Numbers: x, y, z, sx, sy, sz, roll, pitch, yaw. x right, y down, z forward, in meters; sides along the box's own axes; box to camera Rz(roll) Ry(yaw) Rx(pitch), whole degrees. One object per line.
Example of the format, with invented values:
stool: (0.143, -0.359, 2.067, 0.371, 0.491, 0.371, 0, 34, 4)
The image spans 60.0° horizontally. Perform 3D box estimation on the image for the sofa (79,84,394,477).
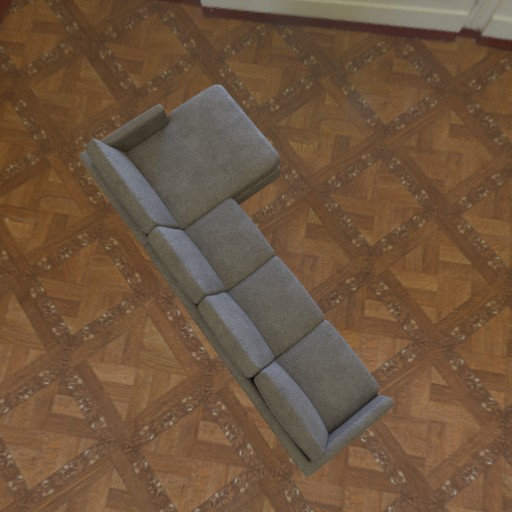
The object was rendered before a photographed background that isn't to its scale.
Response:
sofa: (0.000, 0.000, 4.142, 1.604, 0.950, 3.471, -36, 79, -8)
